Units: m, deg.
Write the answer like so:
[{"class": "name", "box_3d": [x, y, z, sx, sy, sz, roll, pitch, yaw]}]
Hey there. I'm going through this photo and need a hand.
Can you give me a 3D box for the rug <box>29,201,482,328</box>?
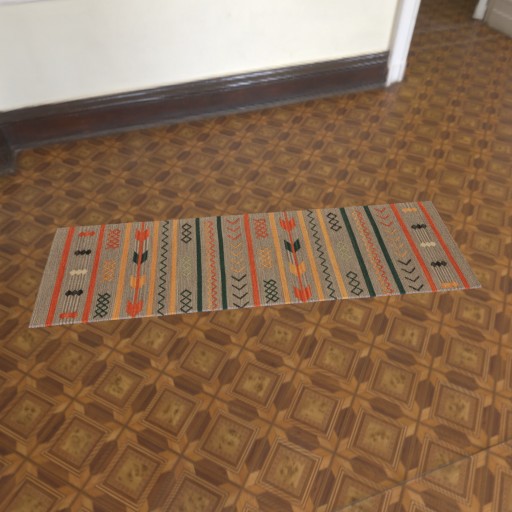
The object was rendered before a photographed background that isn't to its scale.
[{"class": "rug", "box_3d": [0.000, 0.000, 2.598, 2.419, 0.022, 0.744, -5, 47, -4]}]
